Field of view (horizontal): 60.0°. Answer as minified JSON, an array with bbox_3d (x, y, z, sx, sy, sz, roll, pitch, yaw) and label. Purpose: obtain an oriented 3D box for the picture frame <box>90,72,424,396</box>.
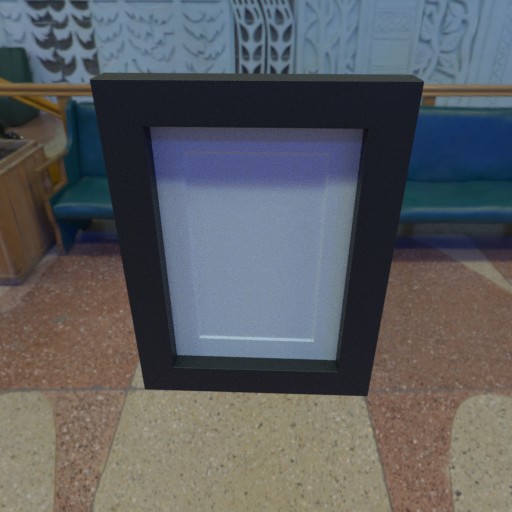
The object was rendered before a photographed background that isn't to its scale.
[{"bbox_3d":[0.000,0.000,0.272,0.157,0.208,0.028,1,30,2],"label":"picture frame"}]
